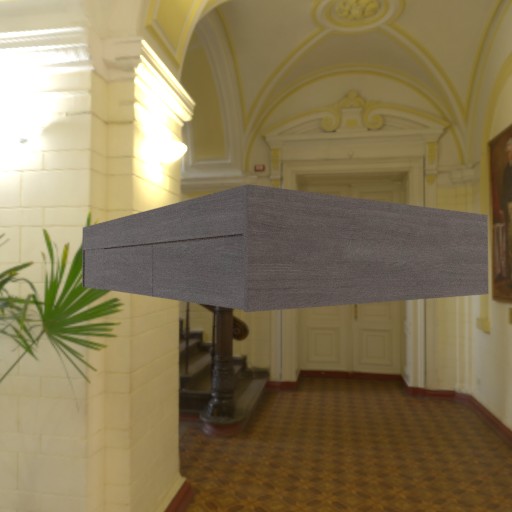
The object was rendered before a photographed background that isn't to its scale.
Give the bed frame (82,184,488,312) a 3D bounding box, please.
[{"bbox_3d":[0.000,0.000,2.576,1.448,0.459,1.944,1,-1,-35],"label":"bed frame"}]
